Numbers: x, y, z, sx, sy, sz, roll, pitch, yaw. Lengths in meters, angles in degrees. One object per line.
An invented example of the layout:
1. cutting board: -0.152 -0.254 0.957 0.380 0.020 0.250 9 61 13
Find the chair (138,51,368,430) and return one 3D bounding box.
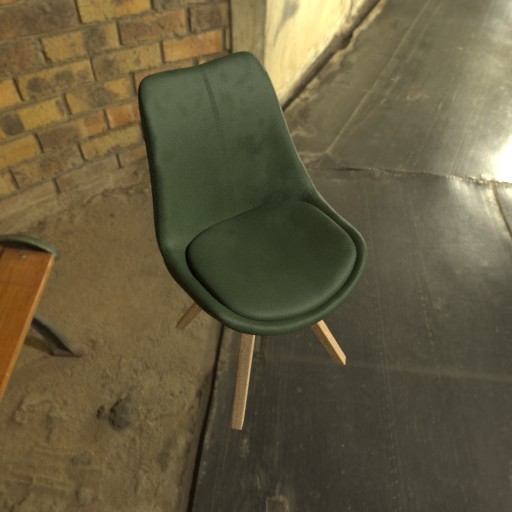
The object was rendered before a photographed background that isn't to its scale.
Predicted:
1. chair: 0.000 0.000 1.203 0.483 0.865 0.547 -25 51 -22
